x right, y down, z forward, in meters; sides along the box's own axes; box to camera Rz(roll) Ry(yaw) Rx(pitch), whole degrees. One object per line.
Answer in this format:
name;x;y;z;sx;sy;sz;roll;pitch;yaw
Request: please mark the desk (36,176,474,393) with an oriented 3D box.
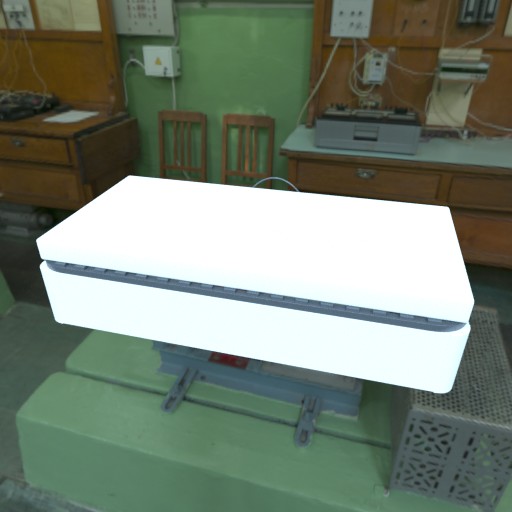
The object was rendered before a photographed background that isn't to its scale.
desk;0.000;0.000;2.246;1.900;0.526;0.900;8;31;13
